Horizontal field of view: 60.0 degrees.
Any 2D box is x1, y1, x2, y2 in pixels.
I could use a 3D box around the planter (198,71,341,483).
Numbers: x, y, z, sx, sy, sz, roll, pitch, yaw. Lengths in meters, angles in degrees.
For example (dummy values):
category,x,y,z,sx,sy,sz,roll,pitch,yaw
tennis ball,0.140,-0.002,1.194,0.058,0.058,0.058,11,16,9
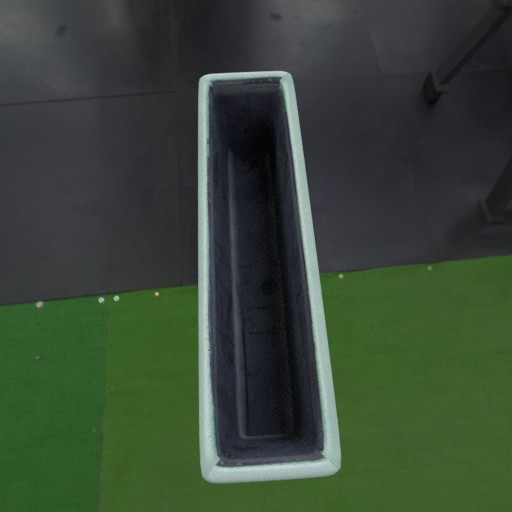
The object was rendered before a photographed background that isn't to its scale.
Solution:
category,x,y,z,sx,sy,sz,roll,pitch,yaw
planter,0.000,0.000,0.306,0.072,0.072,0.275,-3,65,-1
